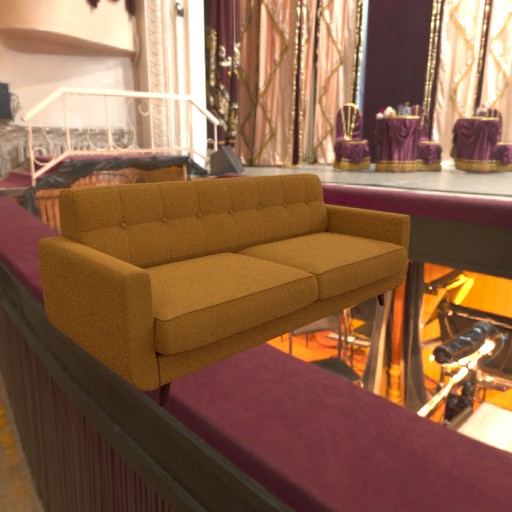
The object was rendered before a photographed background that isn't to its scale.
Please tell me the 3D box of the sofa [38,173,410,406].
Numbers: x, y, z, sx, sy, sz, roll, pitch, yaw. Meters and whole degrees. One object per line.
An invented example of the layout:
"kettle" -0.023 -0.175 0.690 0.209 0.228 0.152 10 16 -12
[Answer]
"sofa" 0.000 0.000 2.505 2.029 0.841 0.909 -13 19 -42
